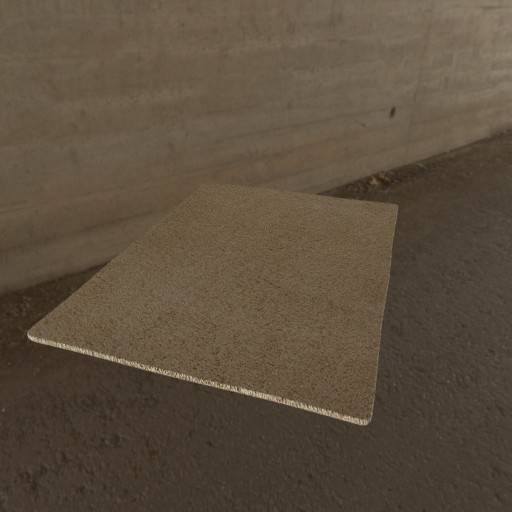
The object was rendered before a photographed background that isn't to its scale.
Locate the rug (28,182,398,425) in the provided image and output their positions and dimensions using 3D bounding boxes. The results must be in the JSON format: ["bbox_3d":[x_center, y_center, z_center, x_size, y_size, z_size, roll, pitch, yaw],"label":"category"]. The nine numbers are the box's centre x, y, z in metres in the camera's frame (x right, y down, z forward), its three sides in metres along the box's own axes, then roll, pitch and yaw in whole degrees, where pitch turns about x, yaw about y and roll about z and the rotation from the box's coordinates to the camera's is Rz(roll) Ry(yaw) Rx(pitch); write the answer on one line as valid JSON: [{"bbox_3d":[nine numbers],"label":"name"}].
[{"bbox_3d":[0.000,0.000,2.058,1.199,0.025,1.600,9,31,16],"label":"rug"}]
